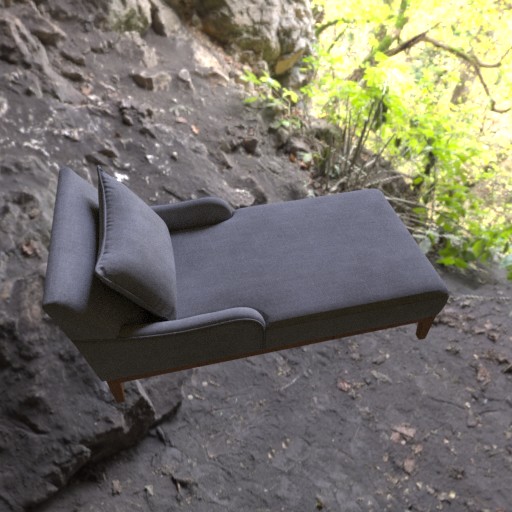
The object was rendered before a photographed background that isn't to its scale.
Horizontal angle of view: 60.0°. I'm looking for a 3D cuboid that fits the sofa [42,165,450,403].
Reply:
[{"bbox_3d":[0.000,0.000,2.295,1.779,0.859,0.894,-9,47,-9],"label":"sofa"}]
